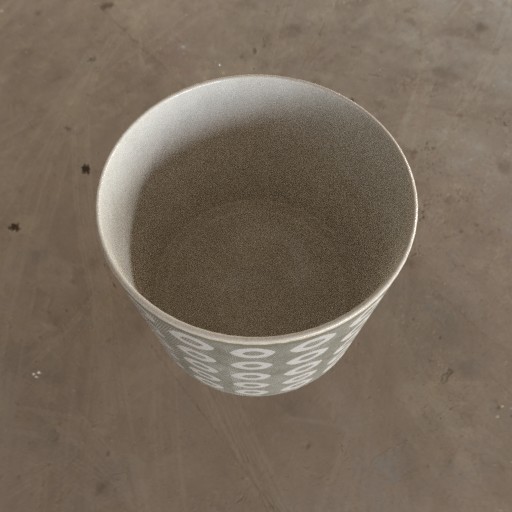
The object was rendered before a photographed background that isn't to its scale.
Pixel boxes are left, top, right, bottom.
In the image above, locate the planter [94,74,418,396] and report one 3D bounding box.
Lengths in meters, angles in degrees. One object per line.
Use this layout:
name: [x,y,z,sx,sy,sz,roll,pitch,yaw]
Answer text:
planter: [0.000,0.000,0.452,0.250,0.239,0.250,0,63,0]
